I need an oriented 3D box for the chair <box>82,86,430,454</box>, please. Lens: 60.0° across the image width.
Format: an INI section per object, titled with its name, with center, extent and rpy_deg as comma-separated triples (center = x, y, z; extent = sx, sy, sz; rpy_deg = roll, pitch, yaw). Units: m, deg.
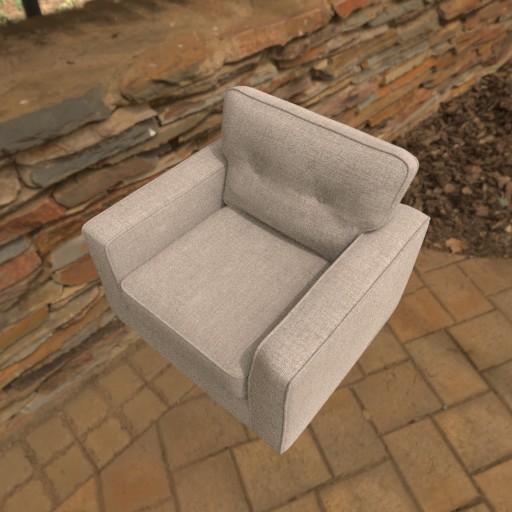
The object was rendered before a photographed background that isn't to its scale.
[chair]
center = 0.000, 0.000, 1.794
extent = 1.015, 0.965, 0.939
rpy_deg = 32, 55, 26
